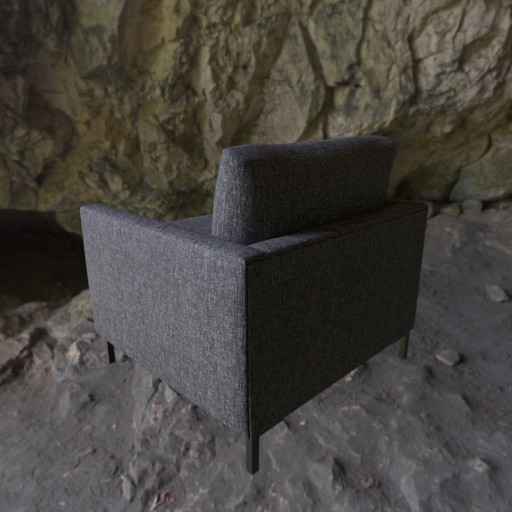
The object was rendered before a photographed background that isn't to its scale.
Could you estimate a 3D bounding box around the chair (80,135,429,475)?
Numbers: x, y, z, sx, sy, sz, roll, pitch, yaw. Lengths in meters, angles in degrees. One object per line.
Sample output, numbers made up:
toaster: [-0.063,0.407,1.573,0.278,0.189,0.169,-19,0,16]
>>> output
chair: [0.000,0.000,1.641,0.963,0.861,0.866,-17,24,-42]
